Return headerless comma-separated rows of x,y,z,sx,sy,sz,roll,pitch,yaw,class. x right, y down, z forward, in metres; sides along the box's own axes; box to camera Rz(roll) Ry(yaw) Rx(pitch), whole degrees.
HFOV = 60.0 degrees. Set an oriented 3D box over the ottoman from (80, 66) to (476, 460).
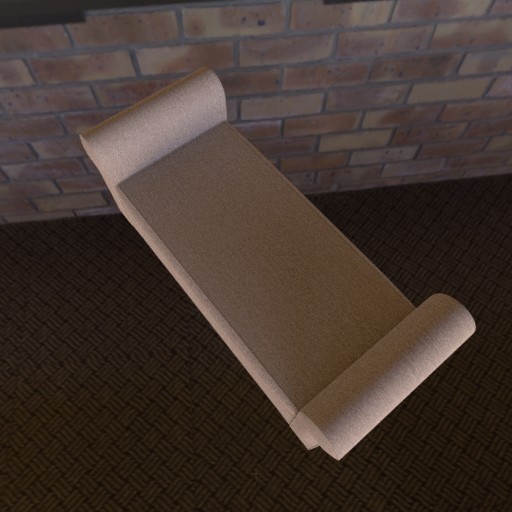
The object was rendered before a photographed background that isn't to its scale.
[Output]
0.000,0.000,1.530,0.521,0.547,1.256,-36,69,-16,ottoman
